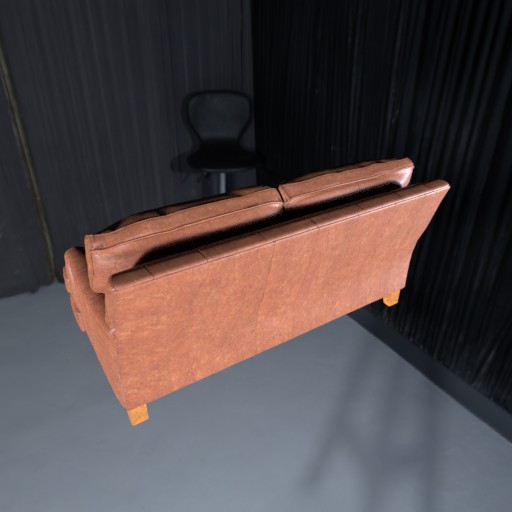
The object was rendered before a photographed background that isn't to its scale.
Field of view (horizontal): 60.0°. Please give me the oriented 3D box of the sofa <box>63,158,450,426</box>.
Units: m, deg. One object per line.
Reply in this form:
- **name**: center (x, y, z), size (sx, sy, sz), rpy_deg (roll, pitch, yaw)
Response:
- **sofa**: center (0.000, 0.000, 2.791), size (2.144, 1.071, 1.147), rpy_deg (-18, 35, -28)
